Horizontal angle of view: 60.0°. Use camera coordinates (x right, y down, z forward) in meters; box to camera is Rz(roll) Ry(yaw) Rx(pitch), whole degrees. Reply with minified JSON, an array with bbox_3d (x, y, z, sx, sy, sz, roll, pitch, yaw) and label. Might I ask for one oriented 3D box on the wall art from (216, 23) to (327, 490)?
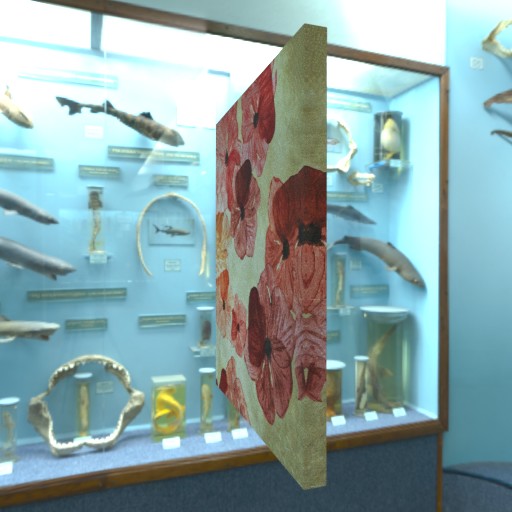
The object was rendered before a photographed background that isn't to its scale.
[{"bbox_3d":[0.000,0.000,0.678,0.028,0.508,0.406,0,1,-19],"label":"wall art"}]
